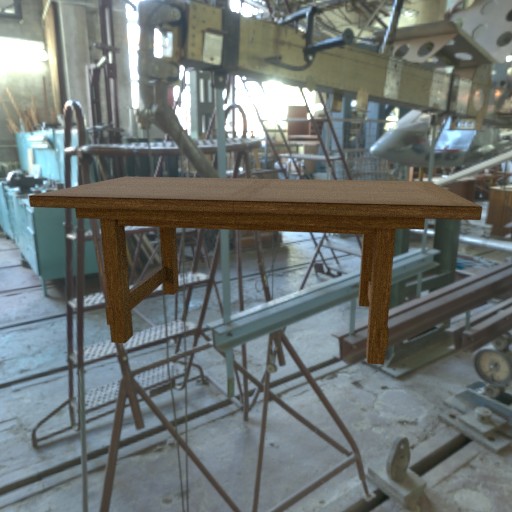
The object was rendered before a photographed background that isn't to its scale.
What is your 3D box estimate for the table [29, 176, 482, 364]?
[{"bbox_3d":[0.000,0.000,2.478,1.982,0.762,1.000,3,15,9],"label":"table"}]
